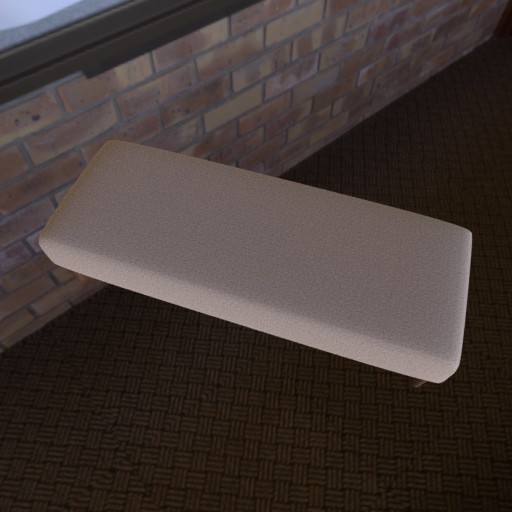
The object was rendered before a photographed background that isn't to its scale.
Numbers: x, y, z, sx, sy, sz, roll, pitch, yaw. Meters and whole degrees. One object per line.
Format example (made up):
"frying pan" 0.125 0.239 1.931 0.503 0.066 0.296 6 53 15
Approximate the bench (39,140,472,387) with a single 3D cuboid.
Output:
"bench" 0.000 0.000 1.852 1.598 0.383 0.631 16 59 10
